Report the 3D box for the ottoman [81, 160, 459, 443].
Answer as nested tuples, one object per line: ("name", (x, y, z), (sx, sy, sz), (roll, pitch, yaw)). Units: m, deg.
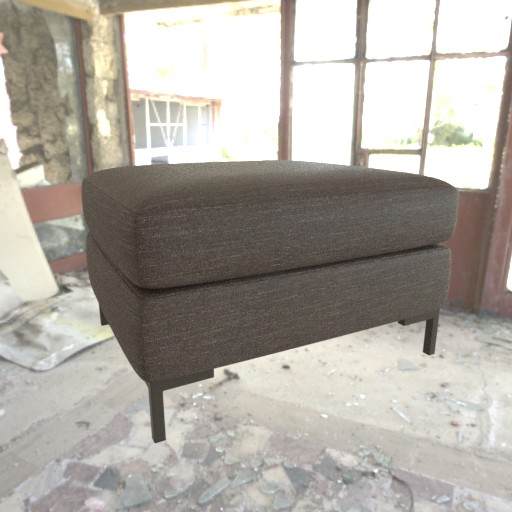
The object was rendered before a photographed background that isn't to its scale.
("ottoman", (0.000, 0.000, 1.214), (0.820, 0.490, 0.671), (-8, 18, -27))
